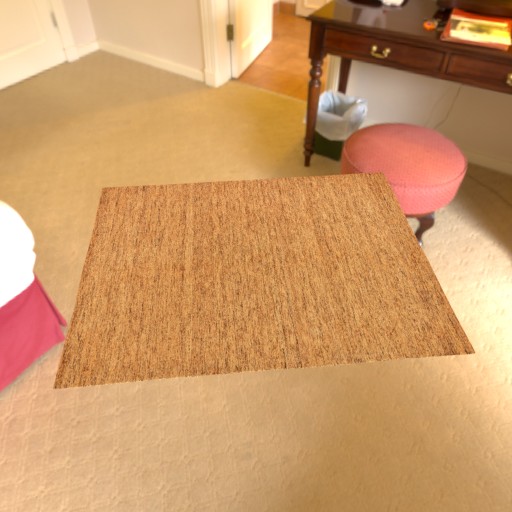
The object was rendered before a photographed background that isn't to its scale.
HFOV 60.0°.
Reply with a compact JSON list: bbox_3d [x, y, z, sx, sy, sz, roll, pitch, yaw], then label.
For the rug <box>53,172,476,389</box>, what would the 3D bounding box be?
[{"bbox_3d":[0.000,0.000,4.187,3.200,0.012,2.438,-4,45,-4],"label":"rug"}]
